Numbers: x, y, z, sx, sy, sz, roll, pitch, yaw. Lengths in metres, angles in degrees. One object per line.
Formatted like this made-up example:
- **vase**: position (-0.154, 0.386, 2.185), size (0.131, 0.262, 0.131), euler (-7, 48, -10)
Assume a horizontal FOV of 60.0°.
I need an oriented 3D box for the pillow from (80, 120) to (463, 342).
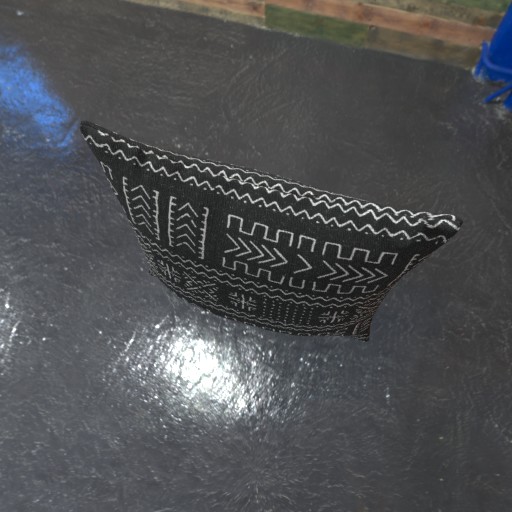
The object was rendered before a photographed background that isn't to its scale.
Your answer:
- **pillow**: position (0.000, 0.000, 0.661), size (0.438, 0.430, 0.164), euler (16, 65, 8)
